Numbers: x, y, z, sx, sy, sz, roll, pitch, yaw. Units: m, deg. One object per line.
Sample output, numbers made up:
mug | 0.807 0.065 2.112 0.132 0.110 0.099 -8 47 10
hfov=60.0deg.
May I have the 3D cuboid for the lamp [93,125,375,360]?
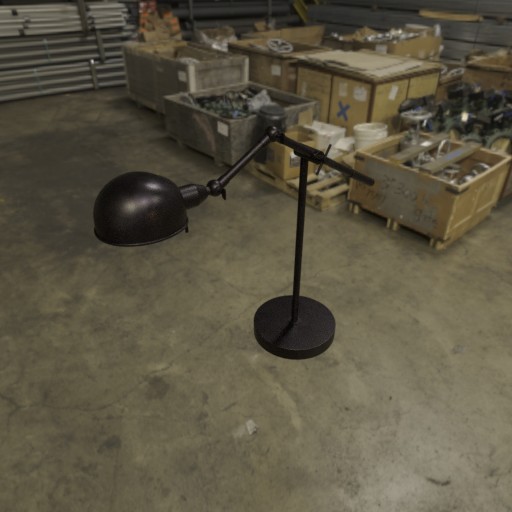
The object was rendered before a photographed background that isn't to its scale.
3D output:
lamp | 0.000 0.000 0.831 0.567 0.495 0.185 -23 39 -30
